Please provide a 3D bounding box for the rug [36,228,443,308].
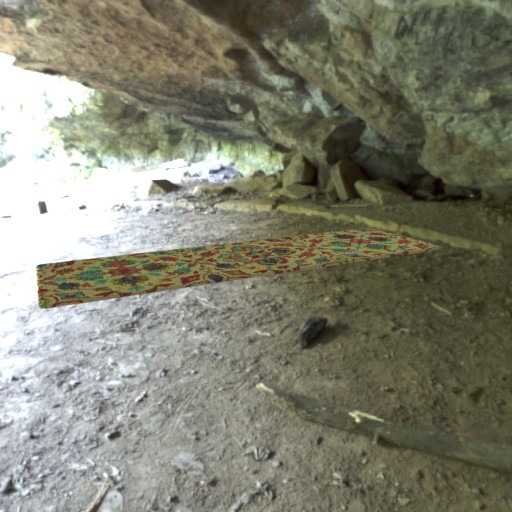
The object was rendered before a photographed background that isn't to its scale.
[{"bbox_3d":[0.000,0.000,2.549,2.273,0.016,0.693,-7,17,-25],"label":"rug"}]
